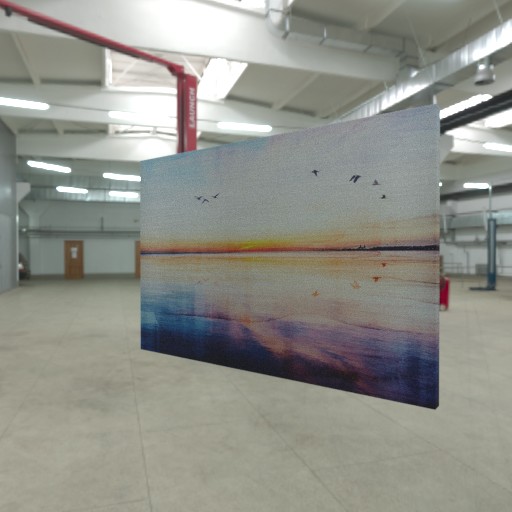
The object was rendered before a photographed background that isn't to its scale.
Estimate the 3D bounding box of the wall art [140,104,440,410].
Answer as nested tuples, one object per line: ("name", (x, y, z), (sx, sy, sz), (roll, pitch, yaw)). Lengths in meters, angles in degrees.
("wall art", (0.000, 0.000, 0.770), (0.604, 0.402, 0.018), (0, 1, 37))
